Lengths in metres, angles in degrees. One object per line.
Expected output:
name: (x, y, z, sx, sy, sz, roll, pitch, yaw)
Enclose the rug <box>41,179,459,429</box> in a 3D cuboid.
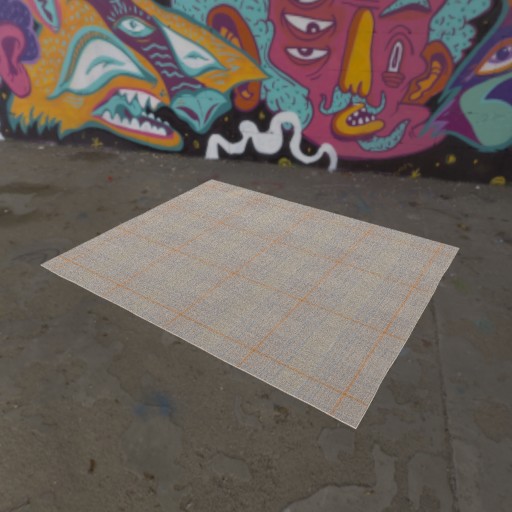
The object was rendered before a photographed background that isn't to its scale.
rug: (0.000, 0.000, 4.120, 3.051, 0.021, 2.448, 20, 37, 29)
